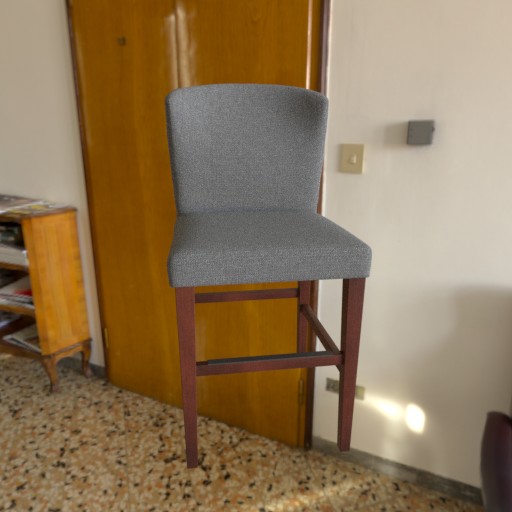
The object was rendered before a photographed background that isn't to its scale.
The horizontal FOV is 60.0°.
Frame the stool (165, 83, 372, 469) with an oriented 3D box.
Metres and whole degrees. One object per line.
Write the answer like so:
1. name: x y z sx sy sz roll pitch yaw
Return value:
1. stool: 0.000 0.000 1.271 0.479 0.968 0.568 -2 17 -8
